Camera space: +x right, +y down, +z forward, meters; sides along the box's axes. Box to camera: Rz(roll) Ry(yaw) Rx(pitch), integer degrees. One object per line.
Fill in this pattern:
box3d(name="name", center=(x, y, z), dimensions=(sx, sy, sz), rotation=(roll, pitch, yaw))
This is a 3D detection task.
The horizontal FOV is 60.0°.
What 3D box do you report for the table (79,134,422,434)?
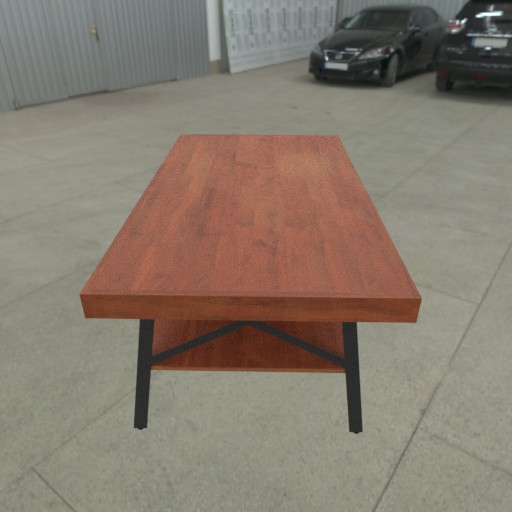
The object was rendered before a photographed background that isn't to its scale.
box3d(name="table", center=(0.000, 0.000, 1.358), dimensions=(0.610, 0.457, 1.067), rotation=(1, 30, 1))
